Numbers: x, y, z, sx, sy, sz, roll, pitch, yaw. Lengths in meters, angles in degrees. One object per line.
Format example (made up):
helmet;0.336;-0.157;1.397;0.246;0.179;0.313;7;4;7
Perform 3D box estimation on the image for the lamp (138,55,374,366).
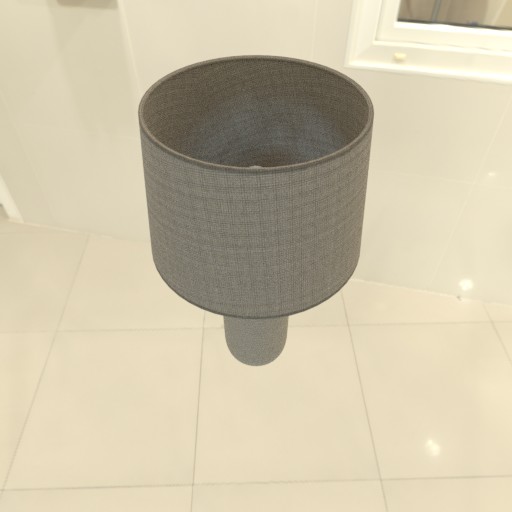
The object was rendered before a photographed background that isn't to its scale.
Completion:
lamp;0.000;0.000;0.827;0.367;0.609;0.367;0;46;0
